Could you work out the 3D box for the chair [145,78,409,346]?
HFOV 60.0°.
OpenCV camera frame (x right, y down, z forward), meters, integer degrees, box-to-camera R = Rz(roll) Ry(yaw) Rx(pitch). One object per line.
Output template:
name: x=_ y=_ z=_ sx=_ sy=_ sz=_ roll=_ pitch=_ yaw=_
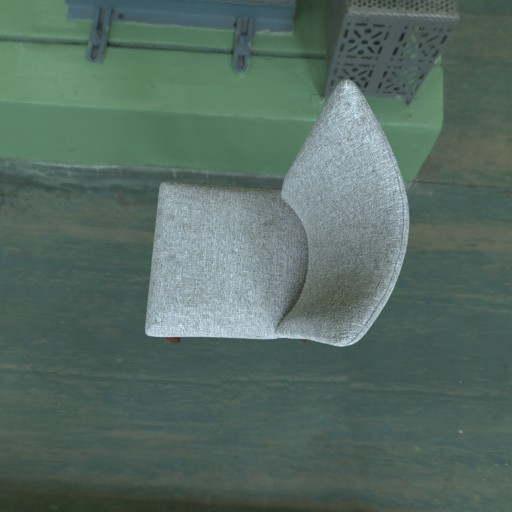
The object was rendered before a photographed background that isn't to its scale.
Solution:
chair: x=0.000 y=0.000 z=1.279 sx=0.623 sy=0.924 sz=0.535 roll=2 pitch=76 yaw=1
